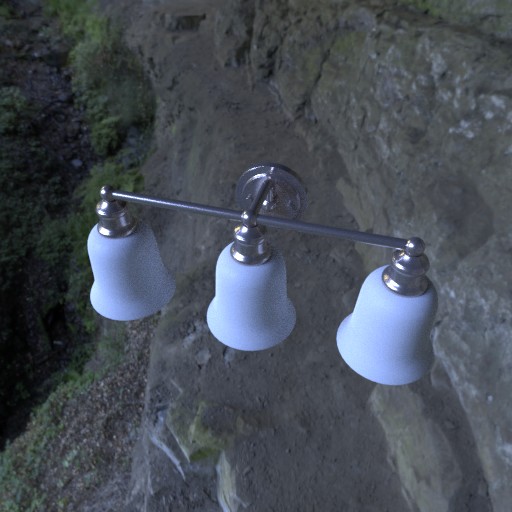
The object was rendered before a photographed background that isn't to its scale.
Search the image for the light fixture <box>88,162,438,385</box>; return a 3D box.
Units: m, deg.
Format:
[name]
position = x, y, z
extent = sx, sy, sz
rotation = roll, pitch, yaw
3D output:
[light fixture]
position = 0.000, 0.000, 0.673
extent = 0.570, 0.211, 0.198
rotation = 11, 43, 12
